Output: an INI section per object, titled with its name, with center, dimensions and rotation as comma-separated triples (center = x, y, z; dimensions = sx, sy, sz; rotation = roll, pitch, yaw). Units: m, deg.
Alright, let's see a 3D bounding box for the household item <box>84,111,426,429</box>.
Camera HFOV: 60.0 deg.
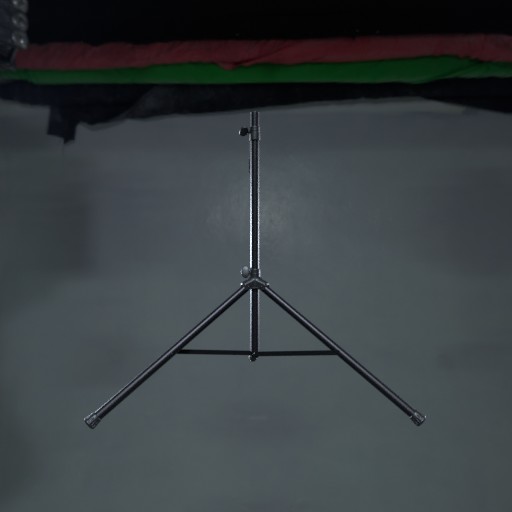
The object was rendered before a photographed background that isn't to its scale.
[household item]
center = 0.000, 0.000, 2.690
dimensions = 1.596, 1.595, 1.339
rotation = 0, 0, 0
